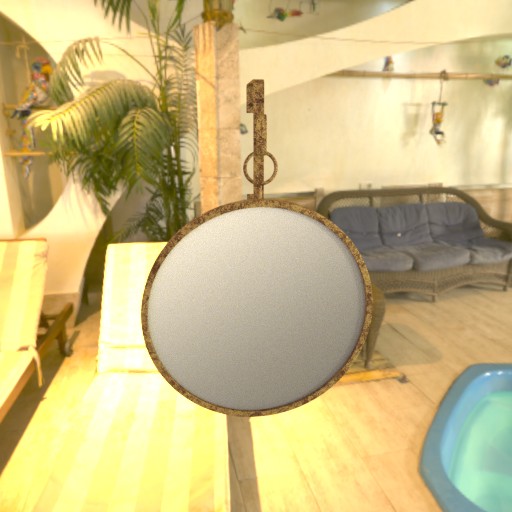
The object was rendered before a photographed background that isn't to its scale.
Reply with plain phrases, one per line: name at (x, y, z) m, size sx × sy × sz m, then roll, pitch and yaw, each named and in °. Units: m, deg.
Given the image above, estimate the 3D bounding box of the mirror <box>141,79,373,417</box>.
mirror at (0.000, 0.000, 0.882) m, size 0.447 × 0.651 × 0.144 m, roll -2°, pitch 16°, yaw -7°
